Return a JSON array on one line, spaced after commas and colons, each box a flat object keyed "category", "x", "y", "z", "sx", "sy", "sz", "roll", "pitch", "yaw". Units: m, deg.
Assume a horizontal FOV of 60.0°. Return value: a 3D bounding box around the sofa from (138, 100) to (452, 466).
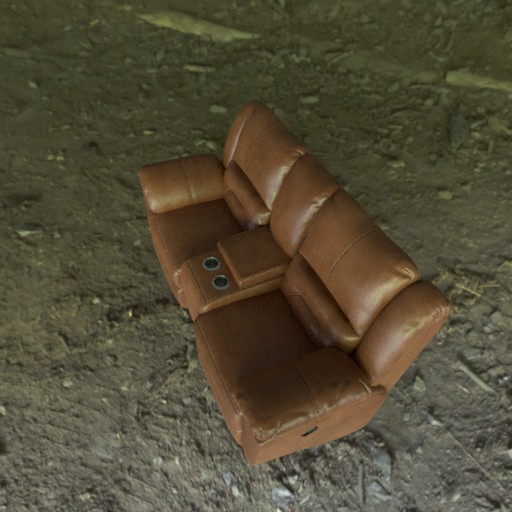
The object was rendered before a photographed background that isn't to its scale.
[{"category": "sofa", "x": 0.000, "y": 0.000, "z": 2.629, "sx": 0.991, "sy": 1.043, "sz": 2.058, "roll": -18, "pitch": 49, "yaw": -16}]
